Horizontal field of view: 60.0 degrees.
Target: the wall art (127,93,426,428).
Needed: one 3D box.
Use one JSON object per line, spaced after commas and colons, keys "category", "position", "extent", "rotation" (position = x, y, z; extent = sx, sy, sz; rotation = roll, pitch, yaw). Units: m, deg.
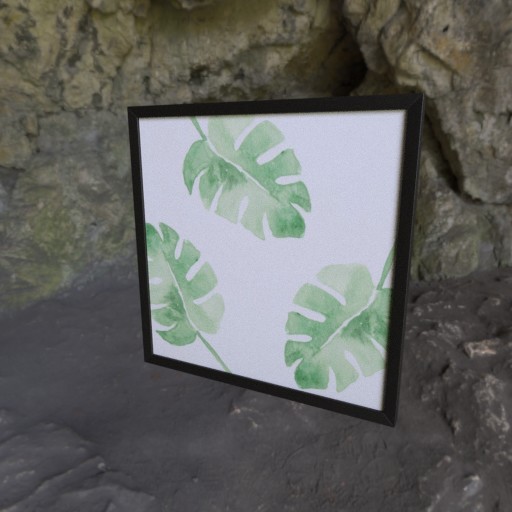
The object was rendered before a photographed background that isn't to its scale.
{"category": "wall art", "position": [0.000, 0.000, 1.157], "extent": [0.765, 0.765, 0.038], "rotation": [7, 16, 25]}
